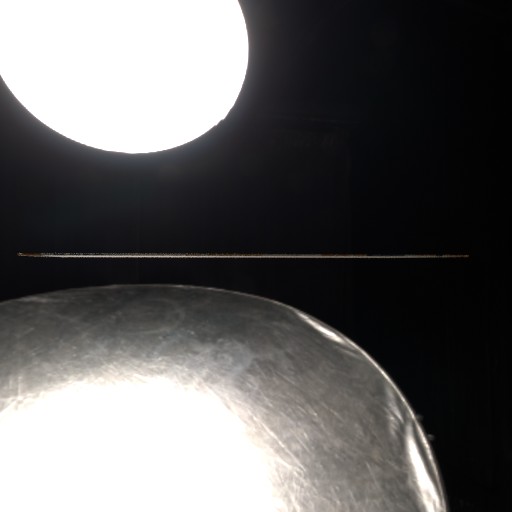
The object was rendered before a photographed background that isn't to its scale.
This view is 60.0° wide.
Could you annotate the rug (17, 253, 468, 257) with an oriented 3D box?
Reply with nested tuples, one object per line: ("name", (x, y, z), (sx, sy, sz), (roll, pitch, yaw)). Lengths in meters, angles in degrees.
("rug", (0.000, 0.000, 2.667), (2.437, 0.010, 0.783), (0, -1, -17))
